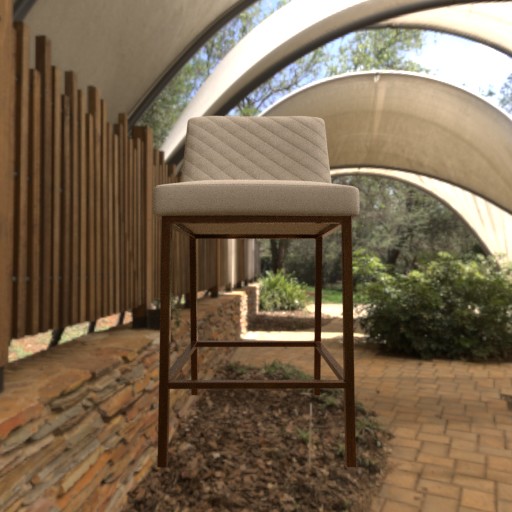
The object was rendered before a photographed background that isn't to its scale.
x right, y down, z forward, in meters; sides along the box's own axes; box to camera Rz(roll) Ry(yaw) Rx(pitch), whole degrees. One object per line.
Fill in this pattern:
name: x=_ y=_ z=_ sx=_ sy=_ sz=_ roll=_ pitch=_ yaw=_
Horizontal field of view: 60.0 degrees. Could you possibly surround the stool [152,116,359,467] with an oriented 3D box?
stool: x=0.000 y=0.000 z=1.299 sx=0.507 sy=0.973 sz=0.576 roll=0 pitch=-1 yaw=0
